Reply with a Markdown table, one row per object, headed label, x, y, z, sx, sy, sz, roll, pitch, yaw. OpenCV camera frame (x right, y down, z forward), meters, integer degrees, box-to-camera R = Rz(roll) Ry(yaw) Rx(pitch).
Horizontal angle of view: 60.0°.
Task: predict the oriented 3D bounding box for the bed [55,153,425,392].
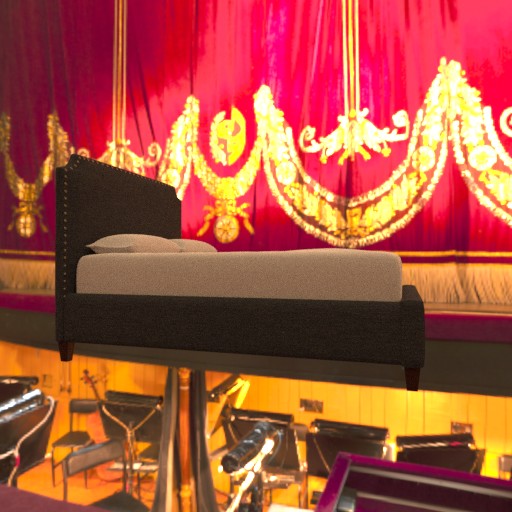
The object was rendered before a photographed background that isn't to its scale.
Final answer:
| label | x | y | z | sx | sy | sz | roll | pitch | yaw |
| --- | --- | --- | --- | --- | --- | --- | --- | --- | --- |
| bed | 0.000 | 0.000 | 3.436 | 2.372 | 1.443 | 1.713 | 0 | -1 | 18 |
